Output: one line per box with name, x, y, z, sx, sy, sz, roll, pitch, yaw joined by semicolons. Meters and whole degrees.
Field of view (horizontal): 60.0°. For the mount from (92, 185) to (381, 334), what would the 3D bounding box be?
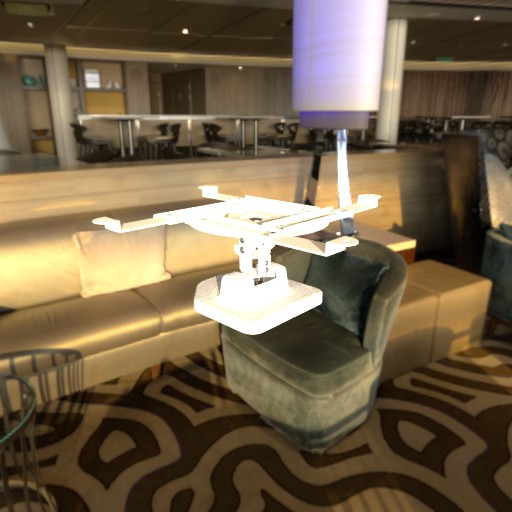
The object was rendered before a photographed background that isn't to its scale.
mount;0.000;0.000;0.620;0.394;0.141;0.394;16;23;41
